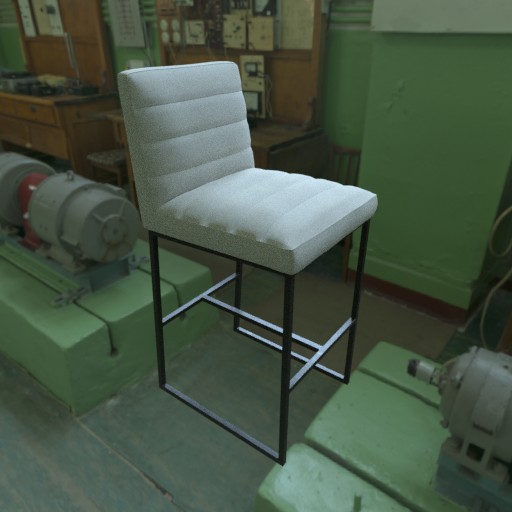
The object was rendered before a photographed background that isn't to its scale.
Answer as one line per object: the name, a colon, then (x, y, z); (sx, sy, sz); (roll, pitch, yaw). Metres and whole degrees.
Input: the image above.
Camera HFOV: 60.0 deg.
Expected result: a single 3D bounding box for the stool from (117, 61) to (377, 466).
stool: (0.000, 0.000, 1.364); (0.573, 1.061, 0.464); (19, 33, 32)
